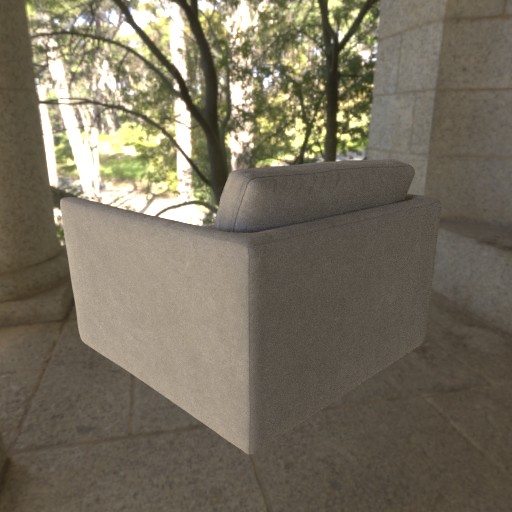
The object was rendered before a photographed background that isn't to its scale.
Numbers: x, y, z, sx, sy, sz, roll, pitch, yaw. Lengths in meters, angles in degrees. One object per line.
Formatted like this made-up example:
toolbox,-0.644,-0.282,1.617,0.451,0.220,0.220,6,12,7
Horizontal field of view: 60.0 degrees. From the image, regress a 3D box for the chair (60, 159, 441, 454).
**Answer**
chair,0.000,0.000,1.860,1.190,0.845,1.091,-15,22,-41
